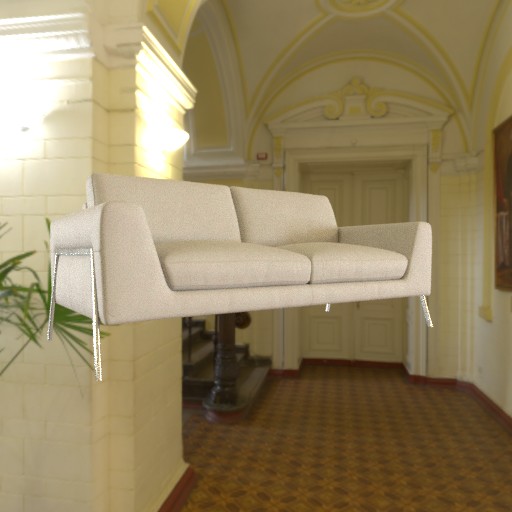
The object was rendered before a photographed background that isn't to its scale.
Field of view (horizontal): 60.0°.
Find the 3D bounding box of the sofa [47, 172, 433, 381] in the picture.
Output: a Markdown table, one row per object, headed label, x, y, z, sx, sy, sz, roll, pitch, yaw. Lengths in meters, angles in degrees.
| label | x | y | z | sx | sy | sz | roll | pitch | yaw |
| --- | --- | --- | --- | --- | --- | --- | --- | --- | --- |
| sofa | 0.000 | 0.000 | 2.518 | 2.017 | 0.875 | 0.953 | 0 | 0 | -35 |
